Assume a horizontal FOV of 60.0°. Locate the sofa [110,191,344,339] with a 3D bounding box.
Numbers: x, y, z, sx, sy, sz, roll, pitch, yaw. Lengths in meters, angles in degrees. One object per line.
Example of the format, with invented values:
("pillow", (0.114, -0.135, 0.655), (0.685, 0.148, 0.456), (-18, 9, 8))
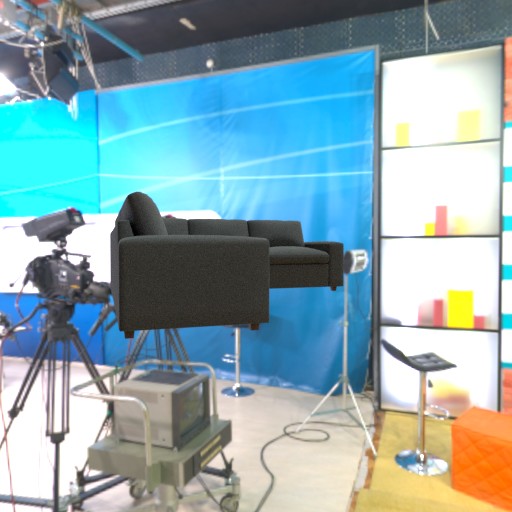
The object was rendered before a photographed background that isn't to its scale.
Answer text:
("sofa", (0.000, 0.000, 4.704), (2.895, 0.965, 3.277), (0, 1, -19))
